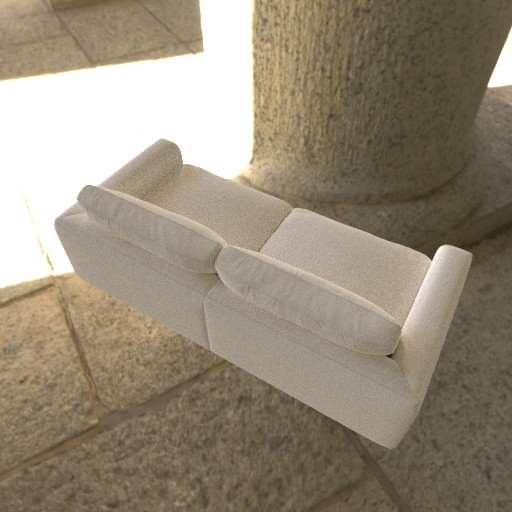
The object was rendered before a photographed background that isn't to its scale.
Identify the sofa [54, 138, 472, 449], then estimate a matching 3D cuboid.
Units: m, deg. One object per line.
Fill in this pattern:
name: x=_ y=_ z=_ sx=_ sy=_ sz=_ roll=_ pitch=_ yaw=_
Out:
sofa: x=0.000 y=0.000 z=2.675 sx=2.262 sy=0.801 sz=1.070 roll=24 pitch=53 yaw=20
